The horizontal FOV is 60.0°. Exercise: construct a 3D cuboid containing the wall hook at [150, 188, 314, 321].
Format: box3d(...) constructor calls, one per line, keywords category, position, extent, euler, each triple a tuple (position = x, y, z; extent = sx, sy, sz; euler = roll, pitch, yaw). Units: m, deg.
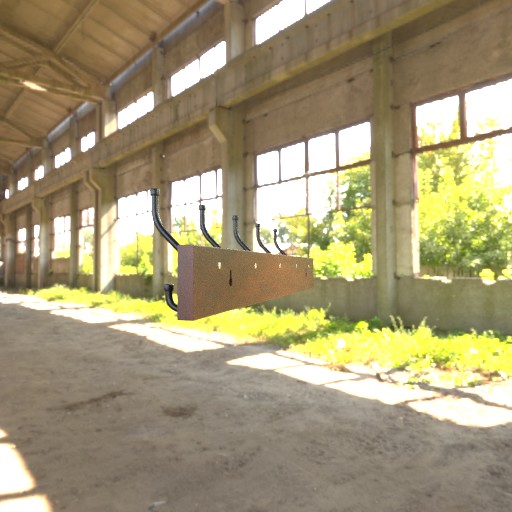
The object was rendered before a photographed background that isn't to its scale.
box3d(category="wall hook", position=(0.000, 0.000, 0.630), extent=(0.071, 0.117, 0.571), euler=(0, -1, 17))
